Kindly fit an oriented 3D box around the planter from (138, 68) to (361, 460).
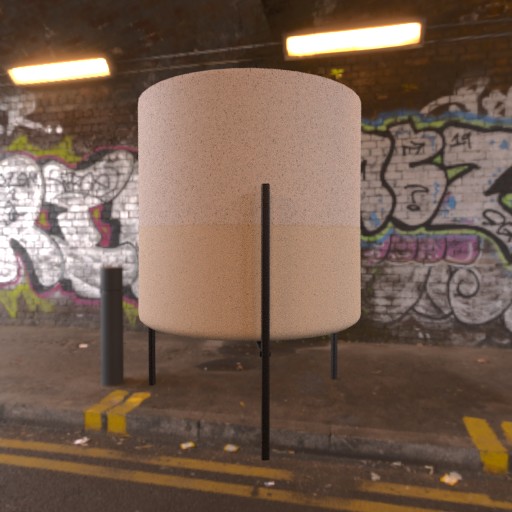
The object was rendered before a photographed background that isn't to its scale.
[{"bbox_3d":[0.000,0.000,0.648,0.335,0.423,0.313,-1,2,-37],"label":"planter"}]
